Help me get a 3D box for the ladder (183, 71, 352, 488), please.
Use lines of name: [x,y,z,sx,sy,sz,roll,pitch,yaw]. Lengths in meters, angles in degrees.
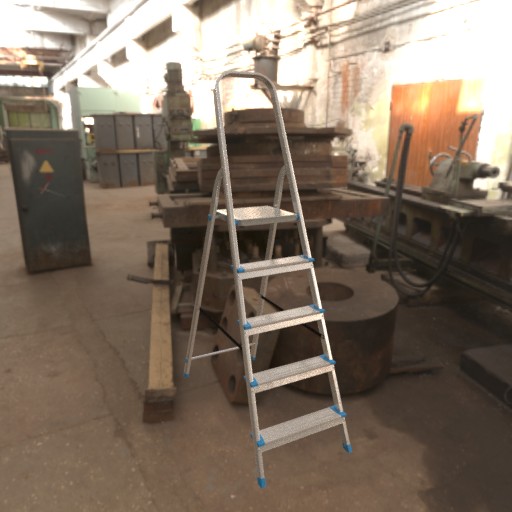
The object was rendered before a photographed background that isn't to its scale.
ladder: [0.000,0.000,2.097,0.468,1.648,0.990,-8,17,-26]
